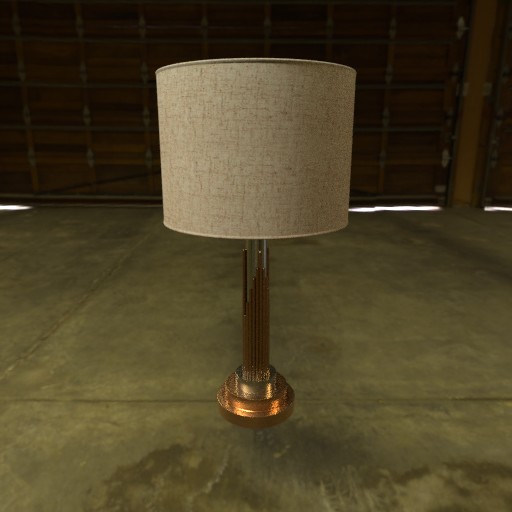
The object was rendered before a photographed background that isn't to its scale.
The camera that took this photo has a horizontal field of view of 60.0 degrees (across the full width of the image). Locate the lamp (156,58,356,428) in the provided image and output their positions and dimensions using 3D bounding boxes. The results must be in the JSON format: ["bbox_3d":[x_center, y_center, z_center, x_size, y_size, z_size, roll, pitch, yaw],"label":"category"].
[{"bbox_3d":[0.000,0.000,0.802,0.321,0.610,0.321,14,20,43],"label":"lamp"}]
